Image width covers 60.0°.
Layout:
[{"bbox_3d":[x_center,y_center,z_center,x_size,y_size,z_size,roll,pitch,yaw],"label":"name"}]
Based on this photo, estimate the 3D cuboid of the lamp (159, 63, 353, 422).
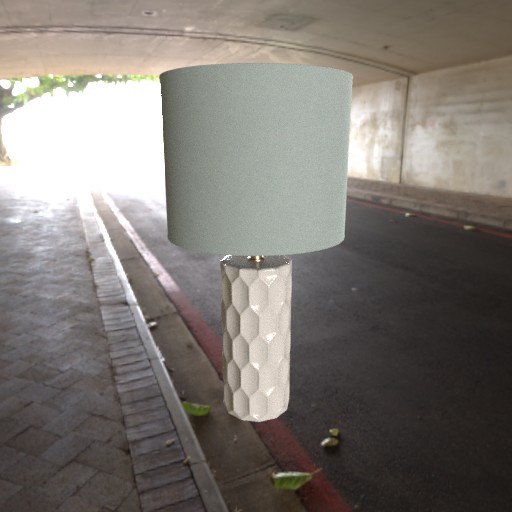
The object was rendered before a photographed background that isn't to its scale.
[{"bbox_3d":[0.000,0.000,0.714,0.277,0.534,0.277,3,15,10],"label":"lamp"}]
